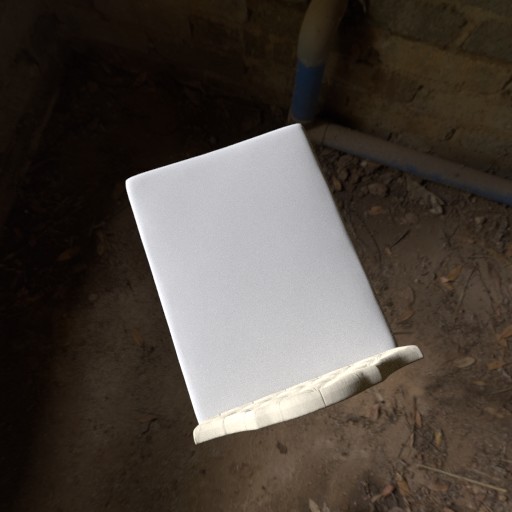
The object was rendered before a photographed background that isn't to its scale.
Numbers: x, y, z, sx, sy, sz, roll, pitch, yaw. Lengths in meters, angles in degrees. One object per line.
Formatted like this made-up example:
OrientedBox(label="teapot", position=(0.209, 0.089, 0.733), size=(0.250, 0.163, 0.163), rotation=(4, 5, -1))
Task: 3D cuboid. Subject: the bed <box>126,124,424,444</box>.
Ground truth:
OrientedBox(label="bed", position=(0.000, 0.000, 3.219), size=(1.627, 1.575, 2.092), rotation=(-19, 76, -5))
